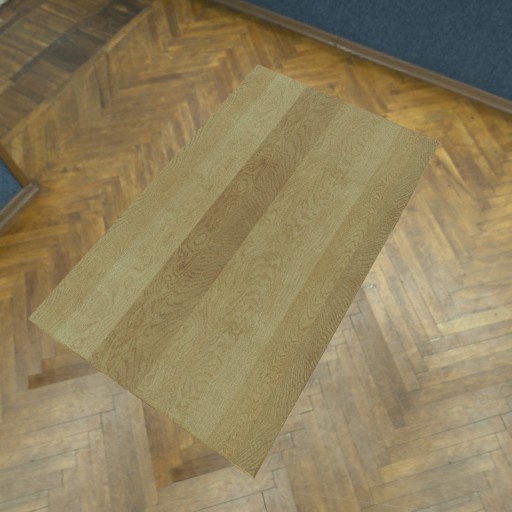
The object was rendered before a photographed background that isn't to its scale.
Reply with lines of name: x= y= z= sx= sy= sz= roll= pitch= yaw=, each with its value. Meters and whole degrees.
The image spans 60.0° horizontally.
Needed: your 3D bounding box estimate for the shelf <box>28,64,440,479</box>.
shelf: x=0.000 y=0.000 z=1.504 sx=0.700 sy=0.450 sz=1.150 roll=29 pitch=66 yaw=14
